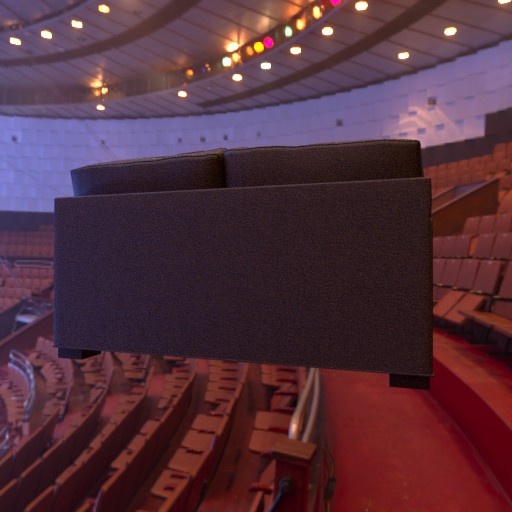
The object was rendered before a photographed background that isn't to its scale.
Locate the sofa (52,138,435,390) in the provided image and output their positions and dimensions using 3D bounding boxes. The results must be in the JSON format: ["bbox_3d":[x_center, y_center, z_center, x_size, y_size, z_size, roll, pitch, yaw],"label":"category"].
[{"bbox_3d":[0.000,0.000,2.128,1.534,0.887,0.974,0,0,18],"label":"sofa"}]
